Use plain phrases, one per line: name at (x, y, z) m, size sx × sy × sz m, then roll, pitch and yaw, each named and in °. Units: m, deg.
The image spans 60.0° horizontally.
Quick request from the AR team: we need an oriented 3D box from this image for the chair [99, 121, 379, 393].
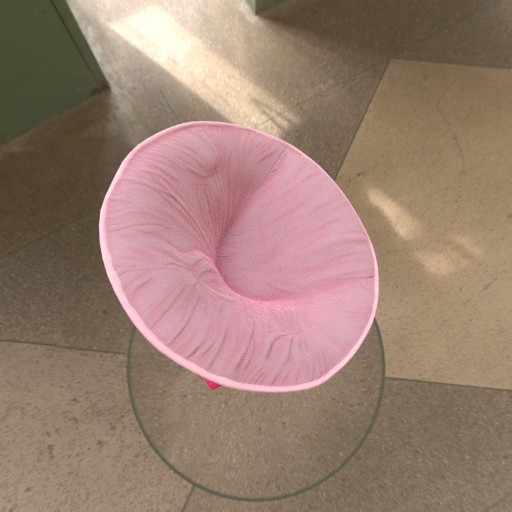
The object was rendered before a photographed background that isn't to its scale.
chair at (0.000, 0.000, 0.887) m, size 0.459 × 0.494 × 0.522 m, roll -28°, pitch 78°, yaw -6°
